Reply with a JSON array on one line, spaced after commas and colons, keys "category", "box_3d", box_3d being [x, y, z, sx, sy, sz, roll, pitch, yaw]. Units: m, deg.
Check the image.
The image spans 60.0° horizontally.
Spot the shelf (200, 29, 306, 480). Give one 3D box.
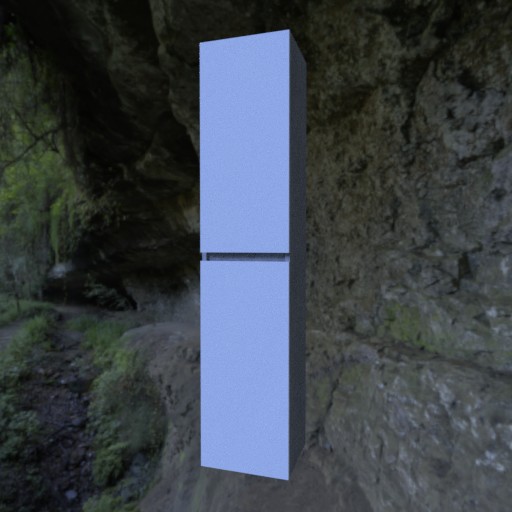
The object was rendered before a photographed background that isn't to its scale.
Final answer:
[{"category": "shelf", "box_3d": [0.000, 0.000, 1.549, 0.300, 1.400, 0.270, 0, 1, 18]}]
